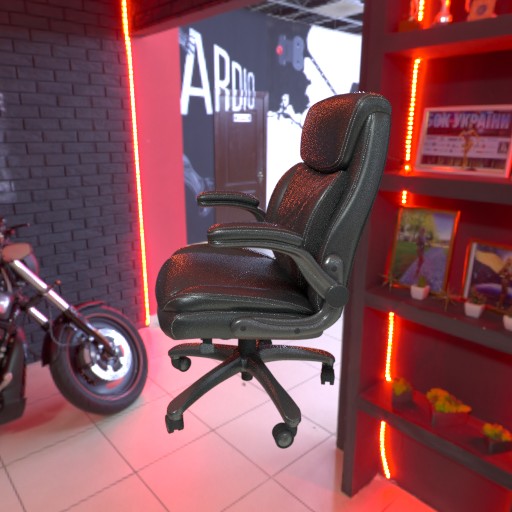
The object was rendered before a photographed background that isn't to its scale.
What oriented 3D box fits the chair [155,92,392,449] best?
[{"bbox_3d":[0.000,0.000,1.604,0.724,1.110,0.782,-3,16,-9],"label":"chair"}]
